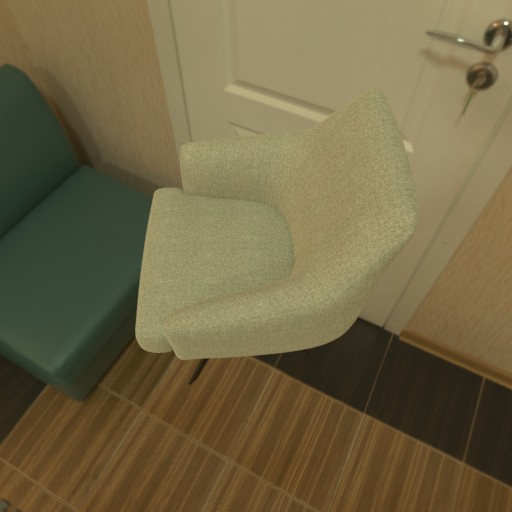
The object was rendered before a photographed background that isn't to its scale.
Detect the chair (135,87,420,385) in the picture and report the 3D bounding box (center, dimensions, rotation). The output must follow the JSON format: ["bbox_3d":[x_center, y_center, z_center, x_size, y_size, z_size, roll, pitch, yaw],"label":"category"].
[{"bbox_3d":[0.000,0.000,1.331,0.677,0.874,0.642,-1,56,-1],"label":"chair"}]
